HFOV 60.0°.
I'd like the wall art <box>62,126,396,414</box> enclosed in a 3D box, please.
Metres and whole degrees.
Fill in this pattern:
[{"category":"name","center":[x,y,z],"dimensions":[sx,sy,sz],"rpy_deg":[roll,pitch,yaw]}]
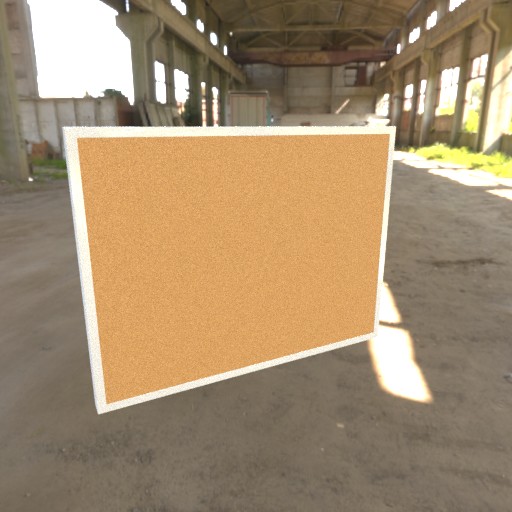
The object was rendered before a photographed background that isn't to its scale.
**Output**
[{"category":"wall art","center":[0.000,0.000,1.404],"dimensions":[1.041,0.787,0.053],"rpy_deg":[-8,18,-26]}]
